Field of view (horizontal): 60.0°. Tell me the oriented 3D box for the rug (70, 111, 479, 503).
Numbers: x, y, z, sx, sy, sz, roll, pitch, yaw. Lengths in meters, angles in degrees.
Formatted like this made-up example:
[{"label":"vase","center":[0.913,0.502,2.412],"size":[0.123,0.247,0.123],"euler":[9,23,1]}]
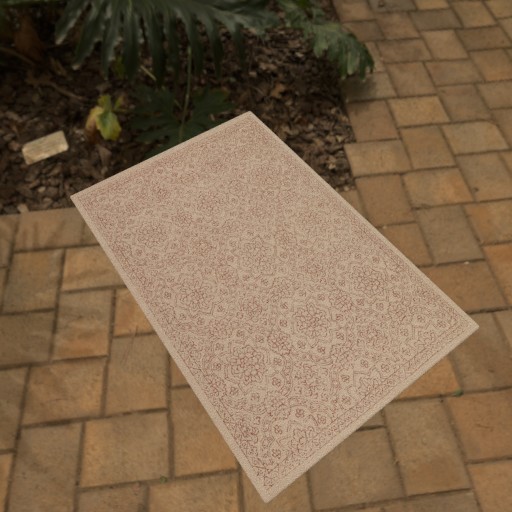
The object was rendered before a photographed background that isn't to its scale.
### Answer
[{"label":"rug","center":[0.000,0.000,2.239],"size":[1.219,0.010,1.829],"euler":[-31,63,-18]}]
